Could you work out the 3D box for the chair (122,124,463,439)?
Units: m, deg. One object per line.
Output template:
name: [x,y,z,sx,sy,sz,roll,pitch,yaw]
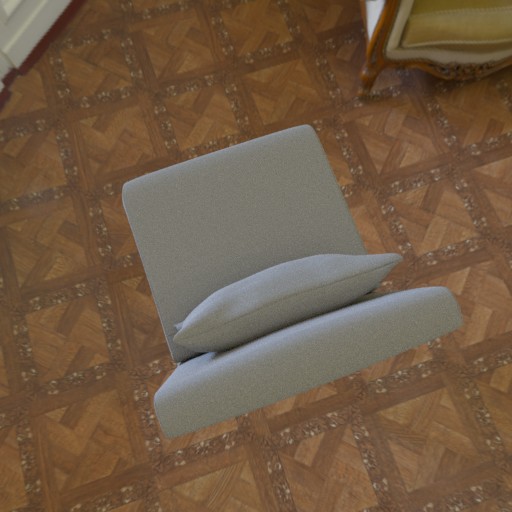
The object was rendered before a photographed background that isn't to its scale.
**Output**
chair: [0.000,0.000,1.513,0.770,0.808,0.902,-19,75,-5]
